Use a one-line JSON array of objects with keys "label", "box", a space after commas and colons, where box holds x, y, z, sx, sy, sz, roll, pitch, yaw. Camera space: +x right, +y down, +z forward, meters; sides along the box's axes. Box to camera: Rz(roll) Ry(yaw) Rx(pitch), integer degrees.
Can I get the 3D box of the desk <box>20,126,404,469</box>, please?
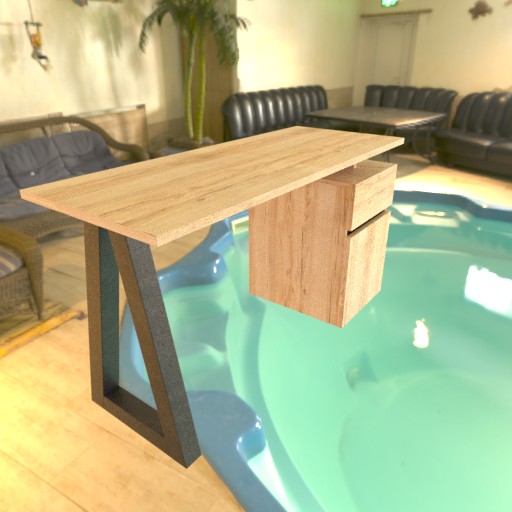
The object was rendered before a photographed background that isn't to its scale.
[{"label": "desk", "box": [0.000, 0.000, 1.718, 0.550, 0.760, 1.400, 18, 30, 33]}]
